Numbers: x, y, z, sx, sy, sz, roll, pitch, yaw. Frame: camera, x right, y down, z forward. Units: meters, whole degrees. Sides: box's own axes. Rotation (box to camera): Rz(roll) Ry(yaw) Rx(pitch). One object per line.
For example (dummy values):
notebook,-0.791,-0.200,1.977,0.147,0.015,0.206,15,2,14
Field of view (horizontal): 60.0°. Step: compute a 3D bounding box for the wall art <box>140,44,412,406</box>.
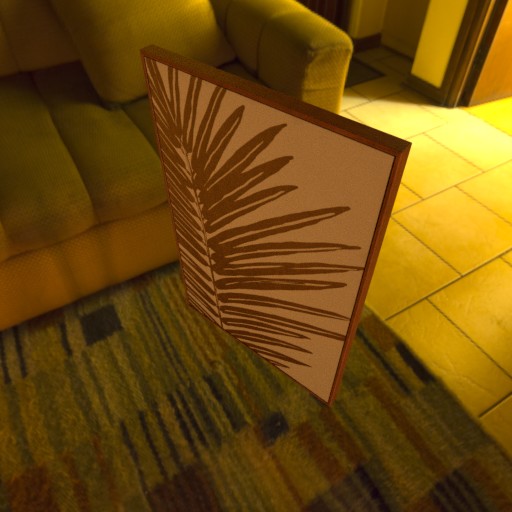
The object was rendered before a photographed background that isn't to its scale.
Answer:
wall art,0.000,0.000,1.160,0.610,0.914,0.037,31,54,25
